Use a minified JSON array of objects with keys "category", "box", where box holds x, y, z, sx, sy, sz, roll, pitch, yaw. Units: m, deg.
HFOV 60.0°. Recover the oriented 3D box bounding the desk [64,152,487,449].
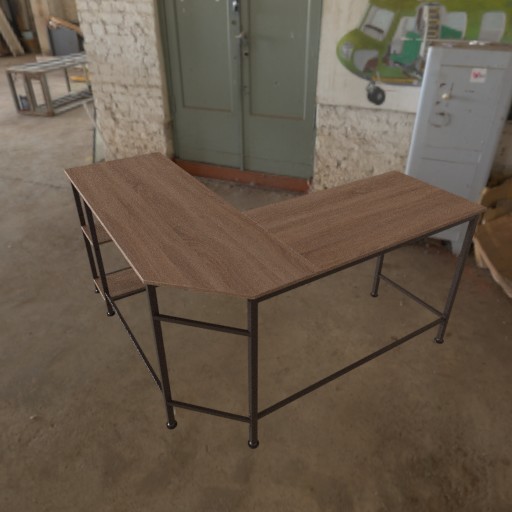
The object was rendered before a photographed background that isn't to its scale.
[{"category":"desk","box":[0.000,0.000,2.201,1.379,0.739,1.379,-18,36,-27]}]
